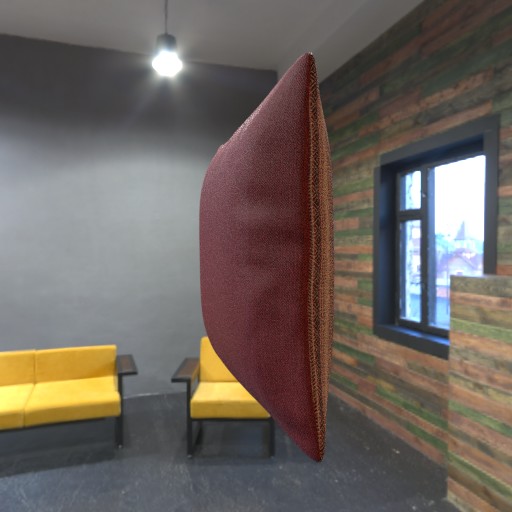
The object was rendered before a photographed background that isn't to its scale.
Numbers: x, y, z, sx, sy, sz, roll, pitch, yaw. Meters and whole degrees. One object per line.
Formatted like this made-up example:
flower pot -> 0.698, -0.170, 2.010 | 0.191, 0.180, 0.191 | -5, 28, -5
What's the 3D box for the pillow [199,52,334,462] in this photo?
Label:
pillow -> 0.000, 0.000, 0.774 | 0.166, 0.497, 0.513 | 0, 0, -16
